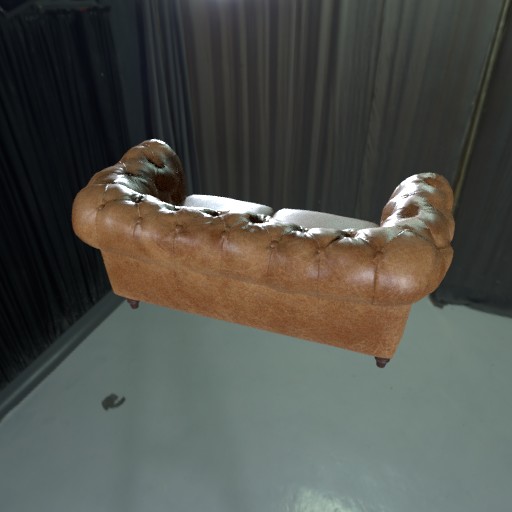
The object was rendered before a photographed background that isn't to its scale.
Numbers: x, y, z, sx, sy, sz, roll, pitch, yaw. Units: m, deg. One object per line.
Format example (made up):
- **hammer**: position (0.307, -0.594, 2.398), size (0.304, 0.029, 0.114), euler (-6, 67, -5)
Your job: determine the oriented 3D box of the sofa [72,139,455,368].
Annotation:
- **sofa**: position (0.000, 0.000, 2.511), size (1.979, 0.877, 1.042), euler (11, 35, 16)
